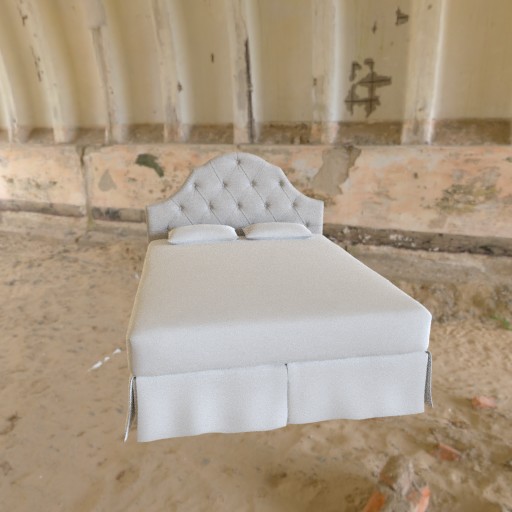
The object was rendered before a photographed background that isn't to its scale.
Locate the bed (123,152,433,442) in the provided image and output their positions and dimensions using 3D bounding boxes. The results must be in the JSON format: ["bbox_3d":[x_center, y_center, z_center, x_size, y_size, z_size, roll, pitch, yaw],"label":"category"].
[{"bbox_3d":[0.000,0.000,3.764,2.039,1.617,2.477,-3,16,-9],"label":"bed"}]
